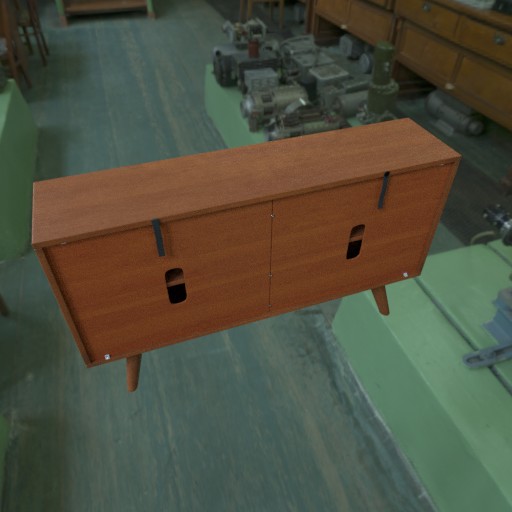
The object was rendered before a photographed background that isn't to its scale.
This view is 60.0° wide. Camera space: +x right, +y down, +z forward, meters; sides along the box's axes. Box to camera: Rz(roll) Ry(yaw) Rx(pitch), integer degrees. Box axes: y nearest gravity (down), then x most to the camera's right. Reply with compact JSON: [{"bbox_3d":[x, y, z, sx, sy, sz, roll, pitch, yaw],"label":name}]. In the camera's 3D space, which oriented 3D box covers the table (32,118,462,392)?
[{"bbox_3d":[0.000,0.000,1.524,1.220,0.698,0.308,-13,44,-15],"label":"table"}]
